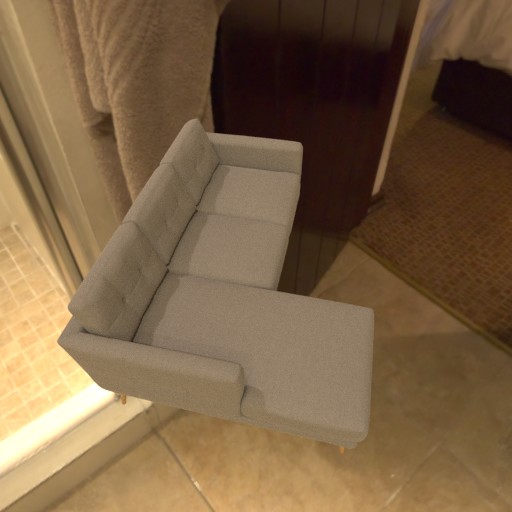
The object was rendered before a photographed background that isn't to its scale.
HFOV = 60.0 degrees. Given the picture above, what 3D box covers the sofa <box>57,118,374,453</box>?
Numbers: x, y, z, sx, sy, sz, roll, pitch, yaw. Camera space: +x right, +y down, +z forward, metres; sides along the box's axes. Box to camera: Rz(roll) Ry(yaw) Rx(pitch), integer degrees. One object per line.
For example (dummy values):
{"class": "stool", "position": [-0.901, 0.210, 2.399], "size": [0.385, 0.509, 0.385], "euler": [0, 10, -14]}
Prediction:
{"class": "sofa", "position": [0.000, 0.000, 2.845], "size": [1.530, 0.860, 2.040], "euler": [9, 47, 9]}
